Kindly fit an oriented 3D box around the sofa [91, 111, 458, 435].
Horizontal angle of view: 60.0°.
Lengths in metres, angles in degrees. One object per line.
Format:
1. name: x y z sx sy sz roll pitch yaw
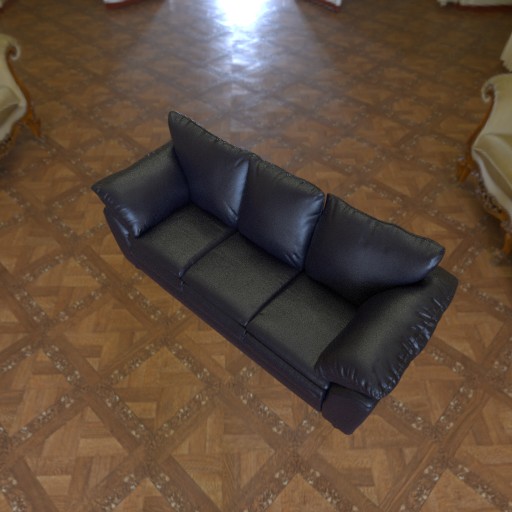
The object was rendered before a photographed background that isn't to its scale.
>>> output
1. sofa: 0.000 0.000 2.904 2.336 1.073 0.880 33 54 28
